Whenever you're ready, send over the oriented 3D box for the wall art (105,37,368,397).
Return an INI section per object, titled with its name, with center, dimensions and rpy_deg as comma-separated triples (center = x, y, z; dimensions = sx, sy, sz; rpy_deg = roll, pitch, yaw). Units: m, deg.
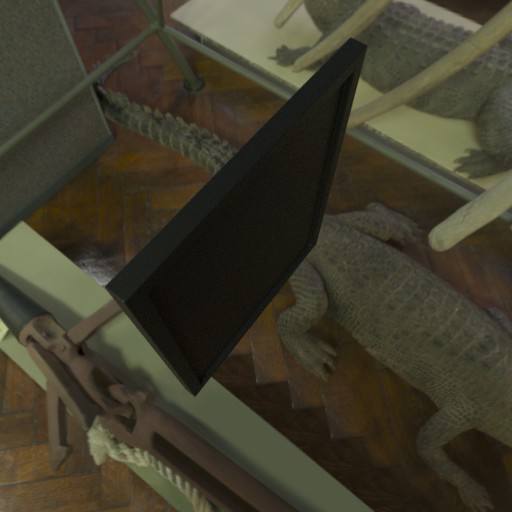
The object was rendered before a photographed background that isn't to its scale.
[wall art]
center = 0.000, 0.000, 0.761
dimensions = 0.028, 0.559, 0.457
rpy_deg = 34, 68, 16
